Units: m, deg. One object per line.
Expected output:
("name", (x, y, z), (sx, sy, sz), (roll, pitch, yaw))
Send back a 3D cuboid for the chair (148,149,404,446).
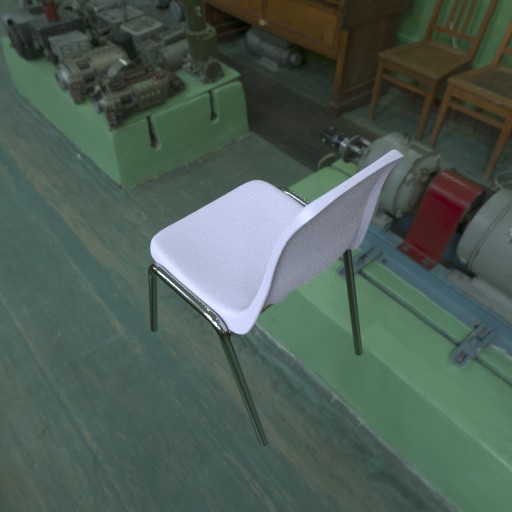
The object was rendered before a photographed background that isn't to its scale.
("chair", (0.000, 0.000, 0.933), (0.381, 0.653, 0.436), (-34, 56, -27))
